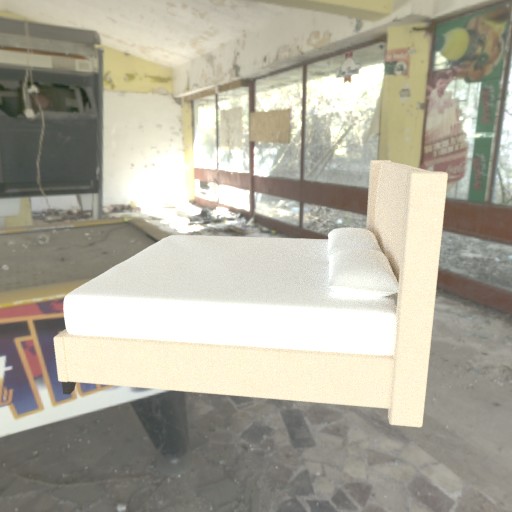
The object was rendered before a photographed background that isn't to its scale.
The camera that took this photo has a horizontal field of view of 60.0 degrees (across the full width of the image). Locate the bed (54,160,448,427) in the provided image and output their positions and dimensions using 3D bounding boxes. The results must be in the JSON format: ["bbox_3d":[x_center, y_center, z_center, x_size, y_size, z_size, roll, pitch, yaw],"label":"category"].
[{"bbox_3d":[0.000,0.000,3.599,2.293,1.471,2.145,2,14,9],"label":"bed"}]
